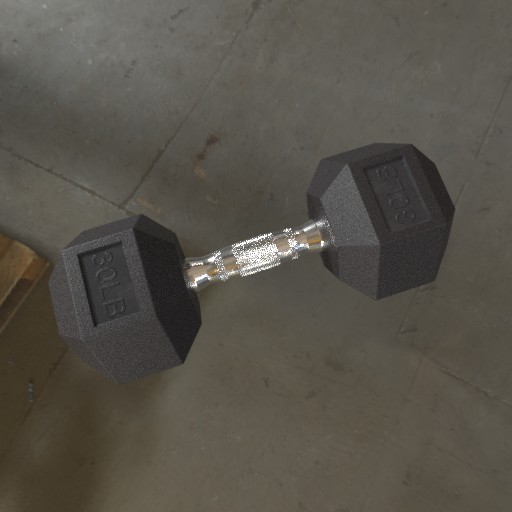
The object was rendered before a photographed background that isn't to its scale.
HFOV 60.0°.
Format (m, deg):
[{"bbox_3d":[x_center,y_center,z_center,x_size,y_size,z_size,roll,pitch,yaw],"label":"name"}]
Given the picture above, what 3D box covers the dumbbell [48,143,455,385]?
[{"bbox_3d":[0.000,0.000,0.399,0.337,0.123,0.142,-17,77,-4],"label":"dumbbell"}]
